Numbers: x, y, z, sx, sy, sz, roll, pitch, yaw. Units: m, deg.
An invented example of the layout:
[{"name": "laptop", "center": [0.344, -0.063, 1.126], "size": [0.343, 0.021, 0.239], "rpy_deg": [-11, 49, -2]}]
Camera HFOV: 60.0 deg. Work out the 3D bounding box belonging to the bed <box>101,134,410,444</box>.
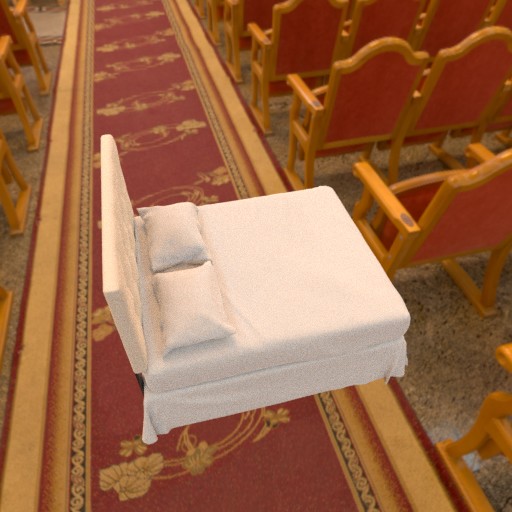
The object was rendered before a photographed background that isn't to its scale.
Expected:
[{"name": "bed", "center": [0.000, 0.000, 3.580], "size": [2.222, 1.577, 1.936], "rpy_deg": [-10, 46, -10]}]
